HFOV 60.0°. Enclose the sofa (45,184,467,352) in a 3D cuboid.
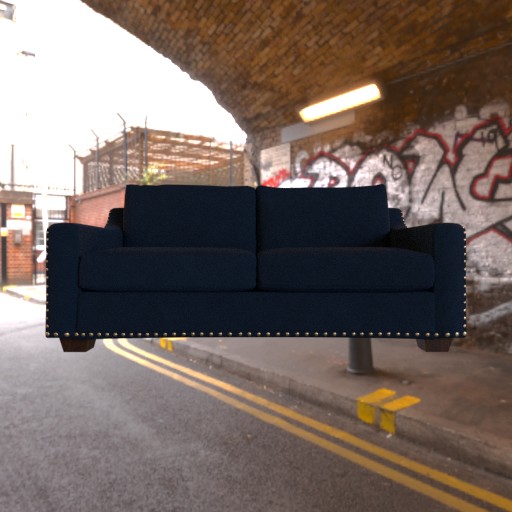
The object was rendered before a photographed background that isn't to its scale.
[{"bbox_3d":[0.000,0.000,2.715,2.107,0.983,1.104,0,0,0],"label":"sofa"}]
